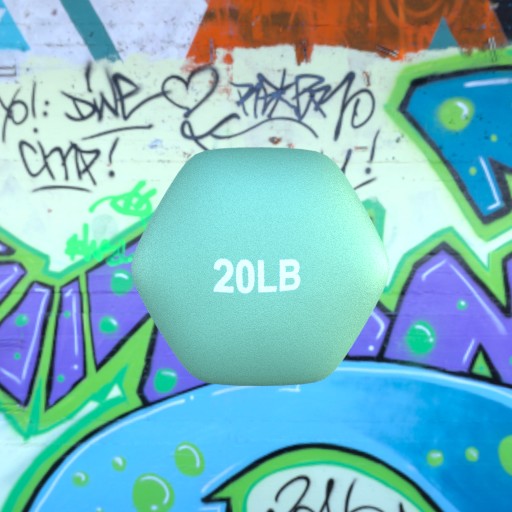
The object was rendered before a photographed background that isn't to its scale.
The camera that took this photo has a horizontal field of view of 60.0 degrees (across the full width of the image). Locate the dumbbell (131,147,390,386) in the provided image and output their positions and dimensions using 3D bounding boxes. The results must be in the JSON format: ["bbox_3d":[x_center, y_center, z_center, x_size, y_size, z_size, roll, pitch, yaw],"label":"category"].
[{"bbox_3d":[0.000,0.000,0.326,0.129,0.117,0.260,0,3,-1],"label":"dumbbell"}]
